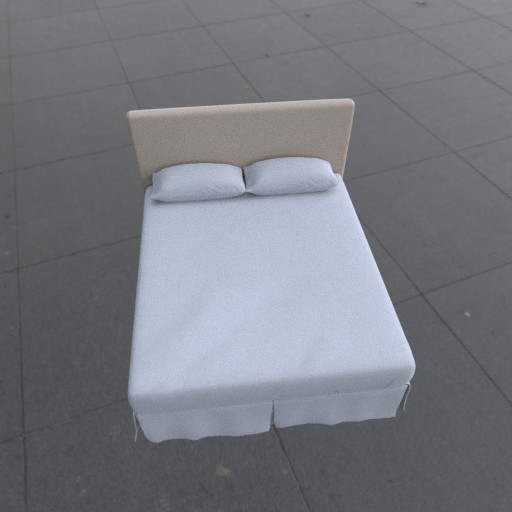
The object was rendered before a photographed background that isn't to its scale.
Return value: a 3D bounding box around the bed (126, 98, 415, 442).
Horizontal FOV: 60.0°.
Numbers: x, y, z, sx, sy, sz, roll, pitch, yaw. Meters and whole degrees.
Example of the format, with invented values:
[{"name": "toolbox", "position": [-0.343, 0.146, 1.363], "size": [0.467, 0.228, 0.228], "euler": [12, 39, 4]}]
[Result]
[{"name": "bed", "position": [0.000, 0.000, 3.290], "size": [1.884, 1.330, 2.142], "euler": [-5, 47, -4]}]
